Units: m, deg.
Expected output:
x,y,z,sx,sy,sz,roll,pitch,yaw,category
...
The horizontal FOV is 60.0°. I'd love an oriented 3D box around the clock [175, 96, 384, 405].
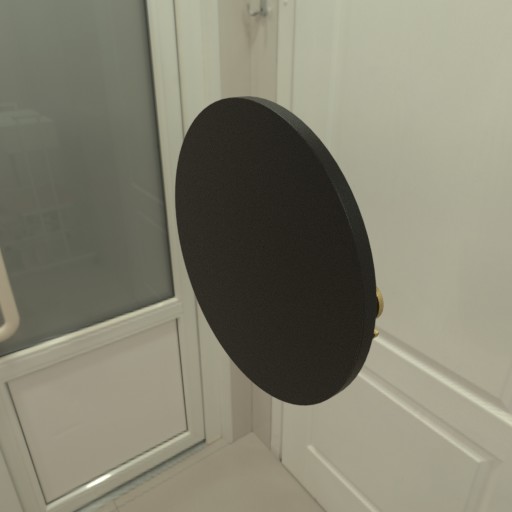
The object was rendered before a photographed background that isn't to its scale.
x,y,z,sx,sy,sz,roll,pitch,yaw,category
0.000,0.000,0.668,0.038,0.454,0.454,-18,32,-32,clock
